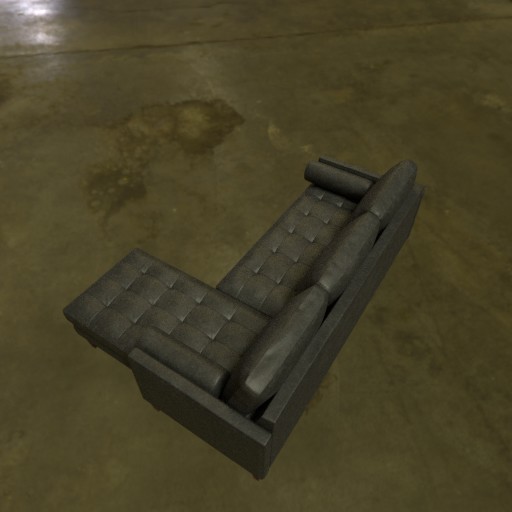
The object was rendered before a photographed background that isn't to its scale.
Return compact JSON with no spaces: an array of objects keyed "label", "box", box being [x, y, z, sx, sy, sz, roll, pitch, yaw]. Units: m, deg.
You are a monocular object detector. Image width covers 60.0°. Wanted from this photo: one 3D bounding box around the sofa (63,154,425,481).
[{"label":"sofa","box":[0.000,0.000,2.943,1.497,0.876,2.178,25,51,22]}]
